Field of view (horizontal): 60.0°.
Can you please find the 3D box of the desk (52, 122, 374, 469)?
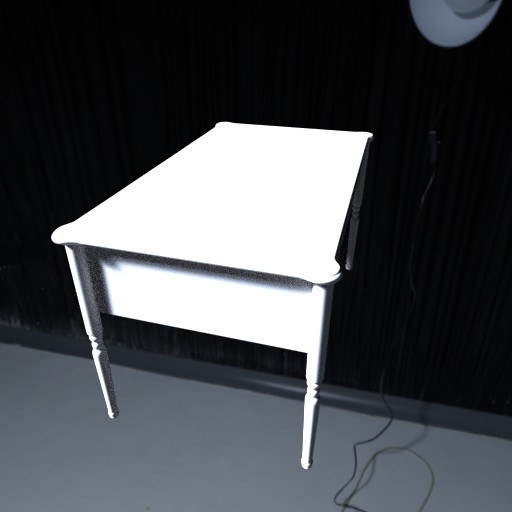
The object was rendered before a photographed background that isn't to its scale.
[{"bbox_3d":[0.000,0.000,1.877,0.807,0.762,1.380,8,31,14],"label":"desk"}]
